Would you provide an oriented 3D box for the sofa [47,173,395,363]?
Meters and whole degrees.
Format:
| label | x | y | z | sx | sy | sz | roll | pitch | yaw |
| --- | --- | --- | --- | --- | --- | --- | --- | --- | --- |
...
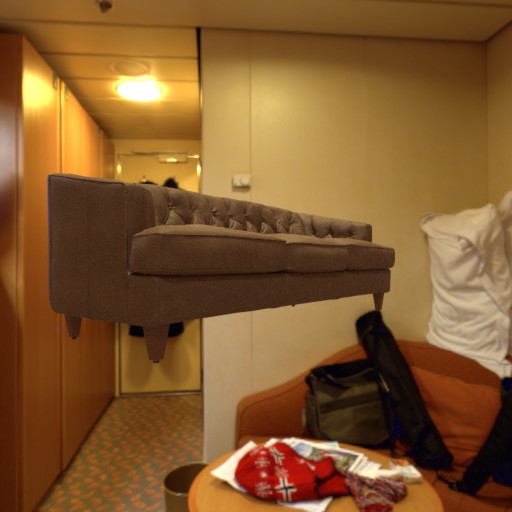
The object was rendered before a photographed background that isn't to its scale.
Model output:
| label | x | y | z | sx | sy | sz | roll | pitch | yaw |
| --- | --- | --- | --- | --- | --- | --- | --- | --- | --- |
| sofa | 0.000 | 0.000 | 2.605 | 0.927 | 0.787 | 2.227 | -1 | -1 | 37 |
